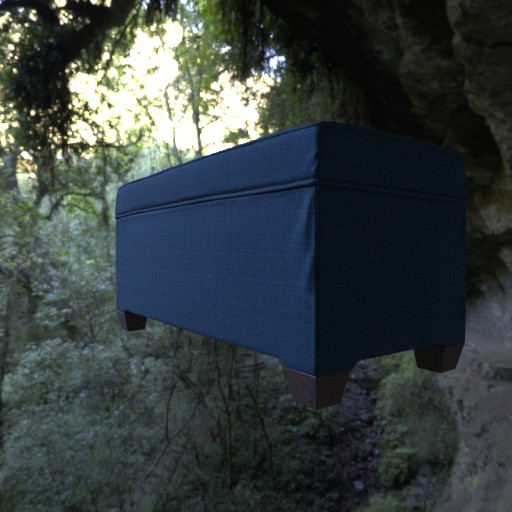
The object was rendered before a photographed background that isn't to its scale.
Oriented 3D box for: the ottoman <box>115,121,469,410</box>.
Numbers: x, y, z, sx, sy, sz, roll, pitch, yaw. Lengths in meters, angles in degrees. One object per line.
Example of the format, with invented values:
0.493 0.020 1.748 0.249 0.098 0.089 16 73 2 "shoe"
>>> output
0.000 0.000 1.177 0.474 0.474 0.943 -1 1 -36 "ottoman"
